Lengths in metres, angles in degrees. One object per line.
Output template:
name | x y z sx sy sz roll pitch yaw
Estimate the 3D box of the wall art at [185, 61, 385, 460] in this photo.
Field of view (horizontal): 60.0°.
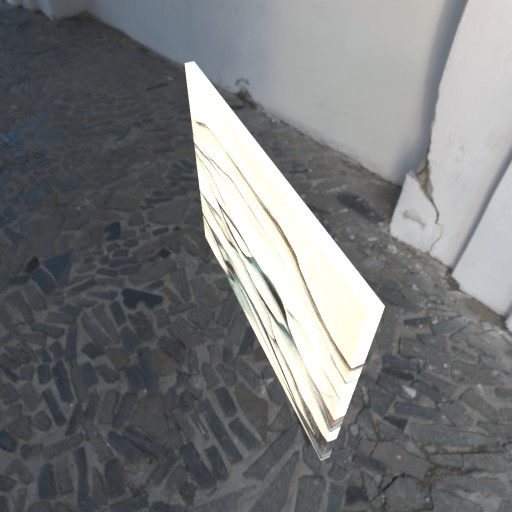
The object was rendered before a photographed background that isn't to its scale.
wall art | 0.000 0.000 1.609 0.039 0.915 1.219 -18 50 -16
